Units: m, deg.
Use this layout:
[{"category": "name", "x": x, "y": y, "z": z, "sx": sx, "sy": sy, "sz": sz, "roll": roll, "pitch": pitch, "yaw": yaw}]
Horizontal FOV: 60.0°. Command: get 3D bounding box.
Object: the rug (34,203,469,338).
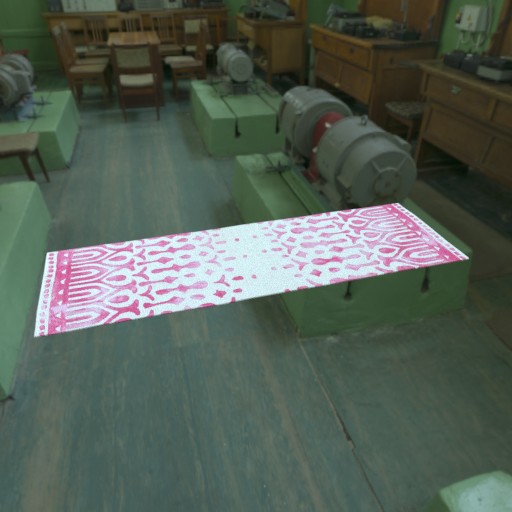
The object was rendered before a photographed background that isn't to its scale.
[{"category": "rug", "x": 0.000, "y": 0.000, "z": 2.702, "sx": 2.458, "sy": 0.011, "sz": 0.787, "roll": -9, "pitch": 35, "yaw": -13}]
